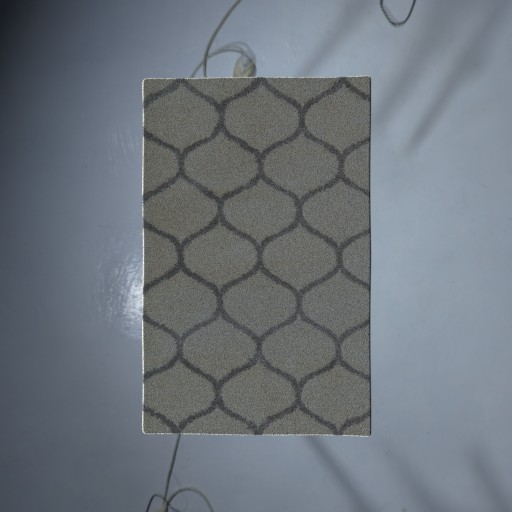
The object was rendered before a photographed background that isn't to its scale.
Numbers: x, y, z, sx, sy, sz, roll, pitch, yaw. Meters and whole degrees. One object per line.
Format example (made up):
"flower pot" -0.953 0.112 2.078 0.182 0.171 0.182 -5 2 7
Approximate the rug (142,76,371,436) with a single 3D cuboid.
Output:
"rug" 0.000 0.000 2.911 1.501 0.024 2.348 0 90 2
